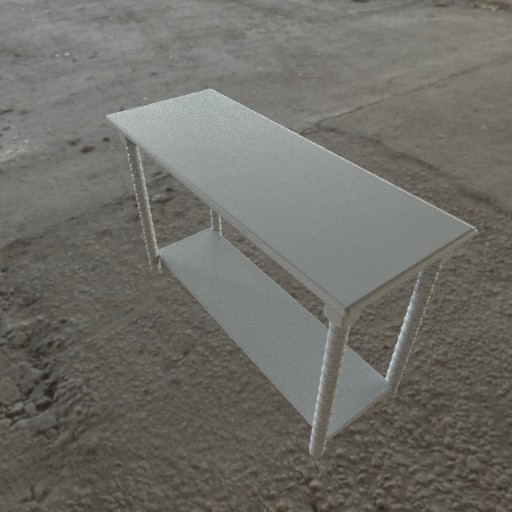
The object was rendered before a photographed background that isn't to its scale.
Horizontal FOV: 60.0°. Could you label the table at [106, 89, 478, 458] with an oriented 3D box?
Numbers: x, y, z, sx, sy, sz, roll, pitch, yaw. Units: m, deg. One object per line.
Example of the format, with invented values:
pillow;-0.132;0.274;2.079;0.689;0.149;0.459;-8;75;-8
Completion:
table;0.000;0.000;1.555;0.459;0.740;1.184;-26;47;-27
